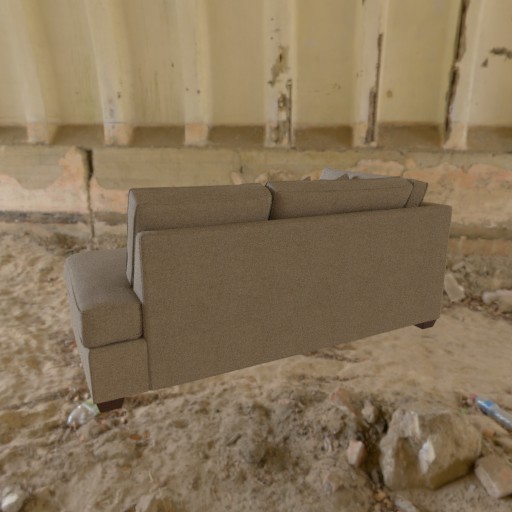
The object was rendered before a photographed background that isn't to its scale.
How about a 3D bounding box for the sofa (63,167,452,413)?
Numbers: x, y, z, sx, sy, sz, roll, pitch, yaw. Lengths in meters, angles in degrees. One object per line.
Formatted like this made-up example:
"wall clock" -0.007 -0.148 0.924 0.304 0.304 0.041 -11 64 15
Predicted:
"sofa" 0.000 0.000 2.824 2.238 1.019 1.110 -7 16 -26
